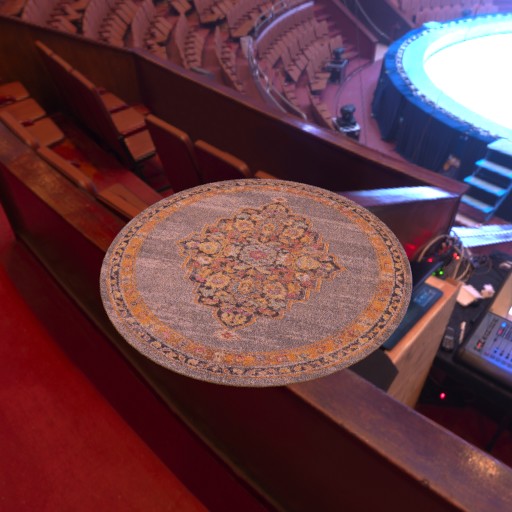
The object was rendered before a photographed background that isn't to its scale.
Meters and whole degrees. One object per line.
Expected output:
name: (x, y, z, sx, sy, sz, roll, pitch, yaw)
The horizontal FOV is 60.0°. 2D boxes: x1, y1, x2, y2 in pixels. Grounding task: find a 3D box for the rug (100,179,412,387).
rug: (0.000, 0.000, 3.499, 2.382, 0.014, 2.382, 0, 40, 0)
